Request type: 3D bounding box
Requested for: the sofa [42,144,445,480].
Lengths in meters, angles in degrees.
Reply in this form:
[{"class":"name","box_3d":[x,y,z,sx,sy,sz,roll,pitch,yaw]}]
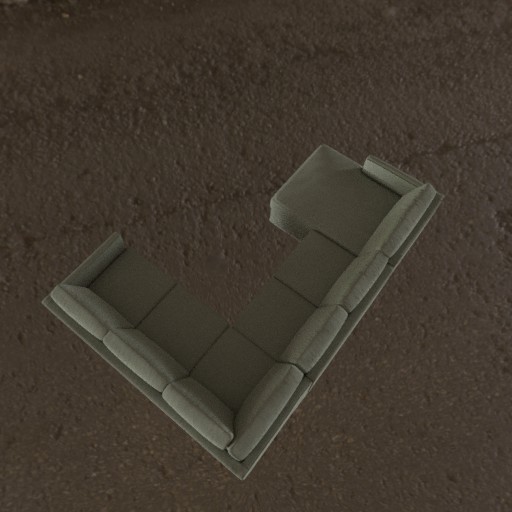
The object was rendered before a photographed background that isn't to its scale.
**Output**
[{"class":"sofa","box_3d":[0.000,0.000,4.620,2.440,0.869,3.434,35,68,16]}]
